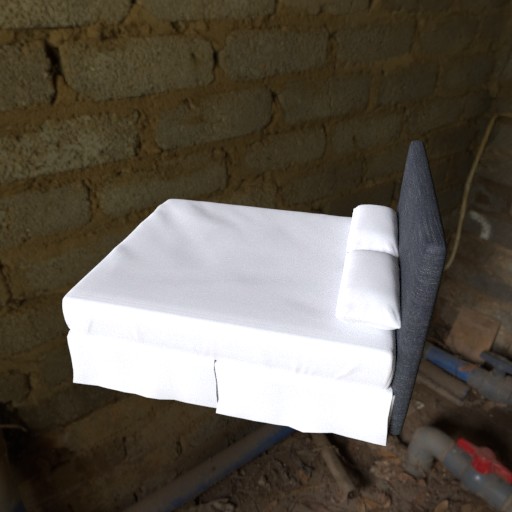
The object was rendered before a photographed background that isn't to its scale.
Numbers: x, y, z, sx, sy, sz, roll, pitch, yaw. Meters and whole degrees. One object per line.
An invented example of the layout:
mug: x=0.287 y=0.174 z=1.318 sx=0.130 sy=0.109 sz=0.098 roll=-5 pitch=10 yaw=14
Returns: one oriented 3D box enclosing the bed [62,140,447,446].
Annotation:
bed: x=0.000 y=0.000 z=3.103 sx=2.142 sy=1.330 sz=1.723 roll=8 pitch=32 yaw=12
